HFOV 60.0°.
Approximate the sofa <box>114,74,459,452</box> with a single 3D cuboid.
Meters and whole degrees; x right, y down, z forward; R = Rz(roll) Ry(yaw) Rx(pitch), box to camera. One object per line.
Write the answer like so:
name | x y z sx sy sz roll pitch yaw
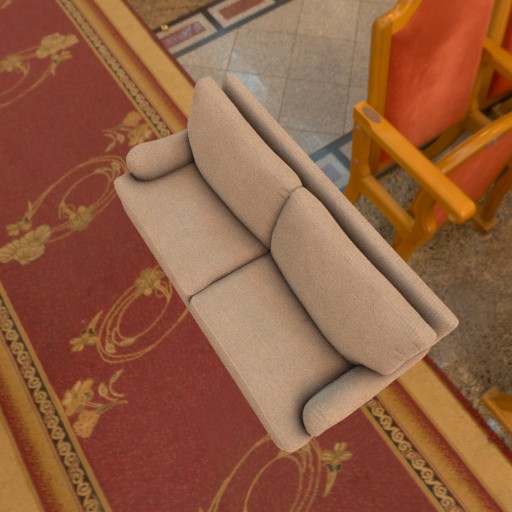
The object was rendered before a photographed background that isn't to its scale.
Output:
sofa | 0.000 0.000 2.875 1.069 1.096 2.193 -31 68 -14
